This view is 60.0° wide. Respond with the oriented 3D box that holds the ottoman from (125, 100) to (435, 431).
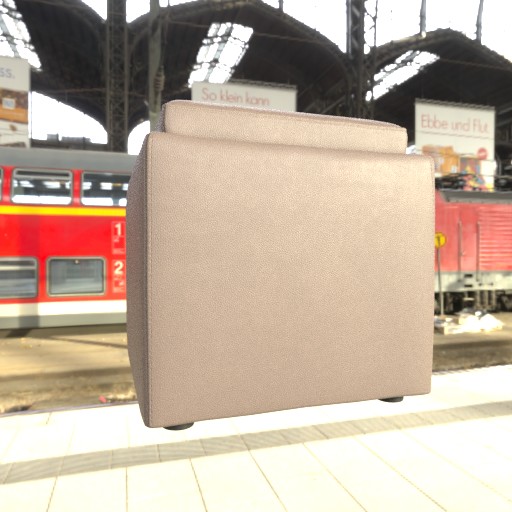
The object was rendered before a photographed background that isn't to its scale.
[{"bbox_3d":[0.000,0.000,0.819,0.451,0.460,0.450,0,1,-19],"label":"ottoman"}]
